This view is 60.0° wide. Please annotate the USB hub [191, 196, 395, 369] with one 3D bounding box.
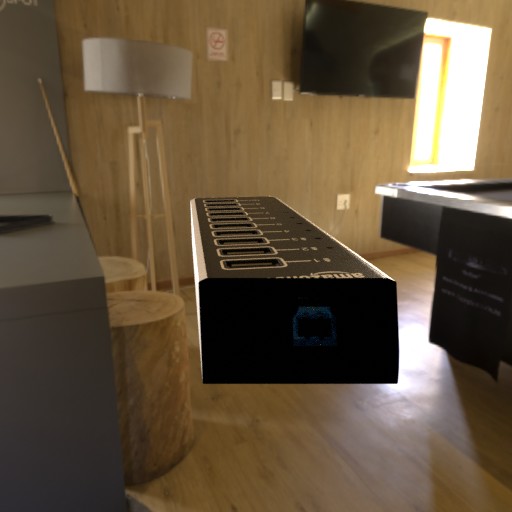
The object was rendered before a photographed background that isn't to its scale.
[{"bbox_3d":[0.000,0.000,0.160,0.044,0.023,0.145,-2,16,-9],"label":"USB hub"}]
